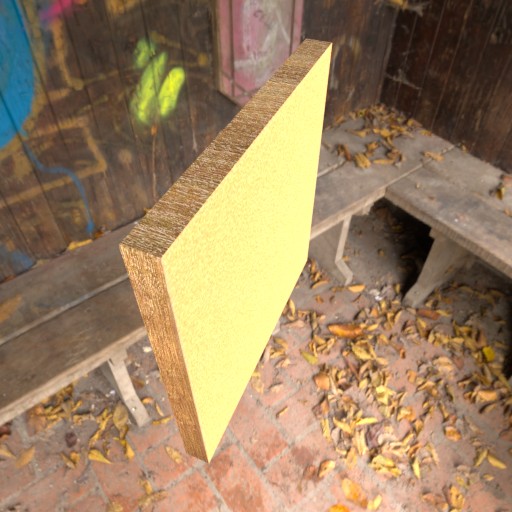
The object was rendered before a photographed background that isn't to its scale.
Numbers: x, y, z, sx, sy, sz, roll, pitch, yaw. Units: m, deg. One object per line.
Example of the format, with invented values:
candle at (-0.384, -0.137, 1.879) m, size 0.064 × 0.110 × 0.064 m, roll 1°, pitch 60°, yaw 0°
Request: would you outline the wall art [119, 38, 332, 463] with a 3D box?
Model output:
wall art at (0.000, 0.000, 0.581) m, size 0.039 × 0.403 × 0.406 m, roll 17°, pitch 49°, yaw 16°
